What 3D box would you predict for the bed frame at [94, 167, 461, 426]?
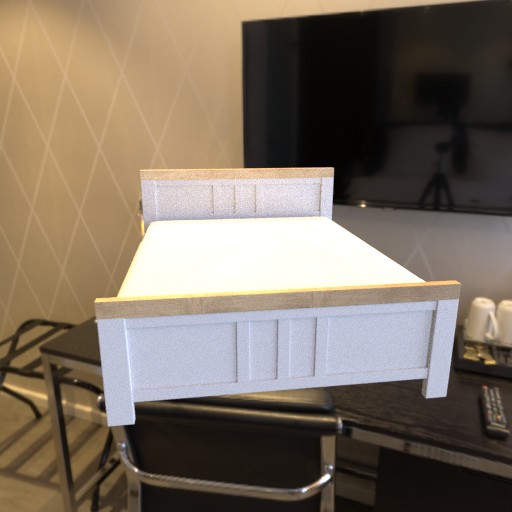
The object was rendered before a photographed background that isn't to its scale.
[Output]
[{"bbox_3d":[0.000,0.000,2.987,1.670,0.980,2.050,-2,16,-8],"label":"bed frame"}]
